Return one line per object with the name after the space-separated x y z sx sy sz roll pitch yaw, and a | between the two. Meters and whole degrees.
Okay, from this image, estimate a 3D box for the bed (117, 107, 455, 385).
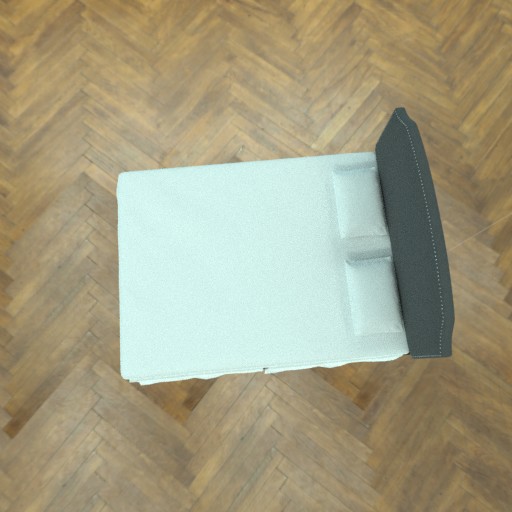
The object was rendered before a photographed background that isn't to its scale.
0.000 0.000 2.980 1.999 1.270 1.558 -5 76 -1 | bed
